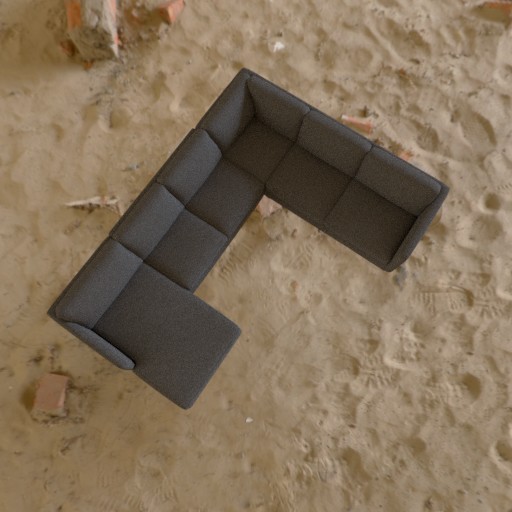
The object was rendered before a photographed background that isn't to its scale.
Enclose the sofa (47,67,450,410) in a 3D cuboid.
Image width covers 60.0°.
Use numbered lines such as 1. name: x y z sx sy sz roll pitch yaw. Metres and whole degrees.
1. sofa: 0.000 0.000 4.489 2.551 0.853 3.238 33 78 8
